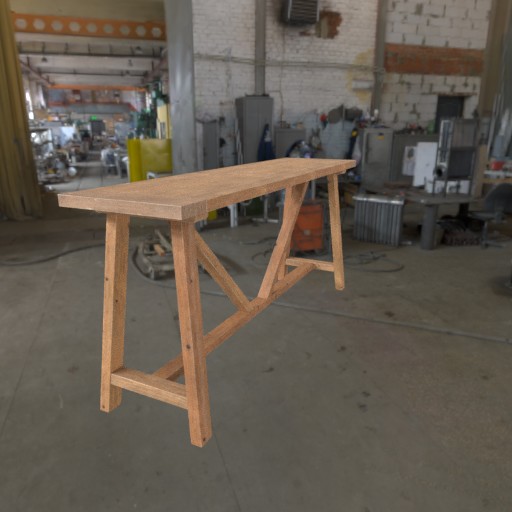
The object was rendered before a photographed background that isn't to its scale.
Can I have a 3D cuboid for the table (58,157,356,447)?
[{"bbox_3d":[0.000,0.000,2.154,0.465,0.810,1.800,8,18,26],"label":"table"}]
